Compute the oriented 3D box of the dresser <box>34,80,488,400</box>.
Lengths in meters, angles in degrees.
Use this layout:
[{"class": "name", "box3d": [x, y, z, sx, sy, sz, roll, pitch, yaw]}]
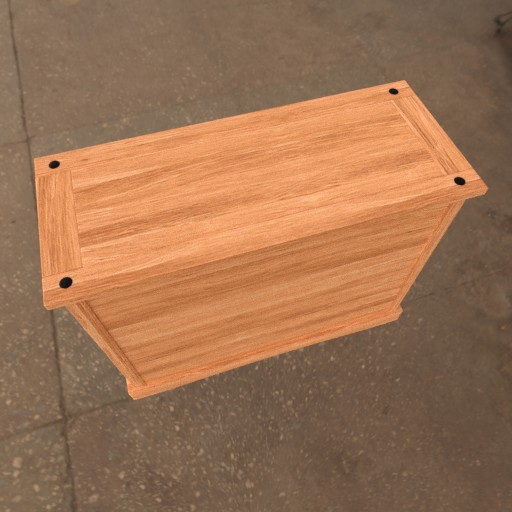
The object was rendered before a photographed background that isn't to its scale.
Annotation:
[{"class": "dresser", "box3d": [0.000, 0.000, 1.350, 0.990, 0.740, 0.410, -15, 59, -9]}]
